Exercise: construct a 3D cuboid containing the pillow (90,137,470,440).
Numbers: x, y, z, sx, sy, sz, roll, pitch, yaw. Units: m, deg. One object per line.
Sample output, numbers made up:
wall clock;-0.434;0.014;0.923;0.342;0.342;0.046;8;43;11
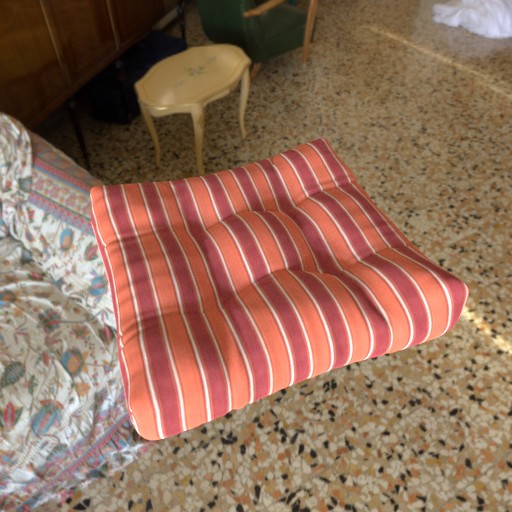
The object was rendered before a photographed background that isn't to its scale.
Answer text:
pillow;0.000;0.000;0.737;0.490;0.133;0.468;-15;48;-14
